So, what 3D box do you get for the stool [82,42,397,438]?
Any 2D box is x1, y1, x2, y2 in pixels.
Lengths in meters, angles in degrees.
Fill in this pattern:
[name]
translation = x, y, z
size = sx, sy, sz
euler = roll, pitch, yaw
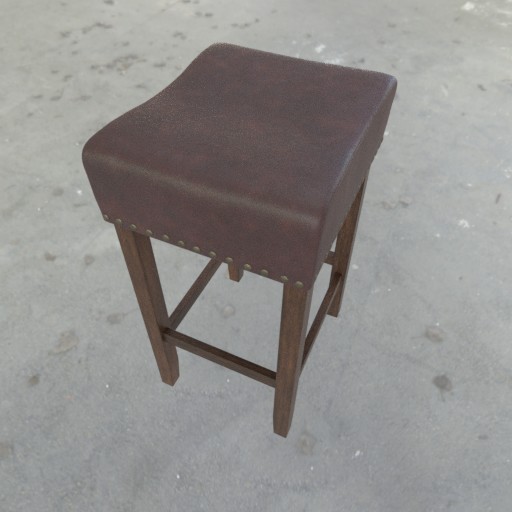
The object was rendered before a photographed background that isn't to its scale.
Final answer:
[stool]
translation = 0.000, 0.000, 1.037
size = 0.401, 0.769, 0.465
euler = 19, 50, 17
